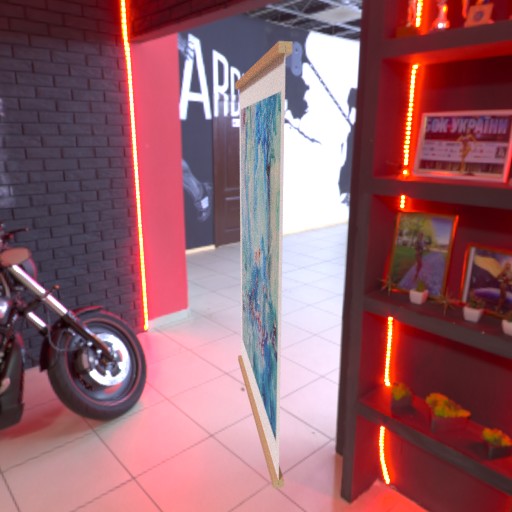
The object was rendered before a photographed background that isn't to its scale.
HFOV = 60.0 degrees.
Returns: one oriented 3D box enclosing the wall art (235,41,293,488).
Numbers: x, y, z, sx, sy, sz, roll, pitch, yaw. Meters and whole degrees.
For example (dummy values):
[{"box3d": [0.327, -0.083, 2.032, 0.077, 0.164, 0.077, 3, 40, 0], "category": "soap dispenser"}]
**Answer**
[{"box3d": [0.000, 0.000, 1.915, 0.040, 1.510, 0.991, -3, 15, -9], "category": "wall art"}]
